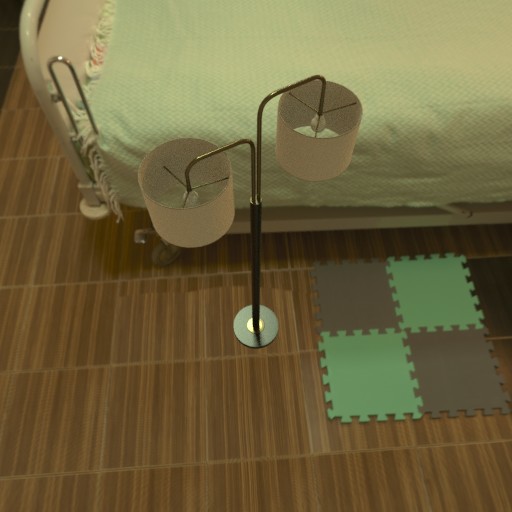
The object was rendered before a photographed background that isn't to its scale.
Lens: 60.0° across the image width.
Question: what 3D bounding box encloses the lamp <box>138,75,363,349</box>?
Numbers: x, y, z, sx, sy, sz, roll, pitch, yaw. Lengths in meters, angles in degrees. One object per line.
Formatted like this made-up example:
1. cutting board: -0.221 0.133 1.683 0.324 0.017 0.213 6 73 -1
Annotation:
1. lamp: 0.000 0.000 1.830 0.711 1.587 0.254 -29 64 -16
